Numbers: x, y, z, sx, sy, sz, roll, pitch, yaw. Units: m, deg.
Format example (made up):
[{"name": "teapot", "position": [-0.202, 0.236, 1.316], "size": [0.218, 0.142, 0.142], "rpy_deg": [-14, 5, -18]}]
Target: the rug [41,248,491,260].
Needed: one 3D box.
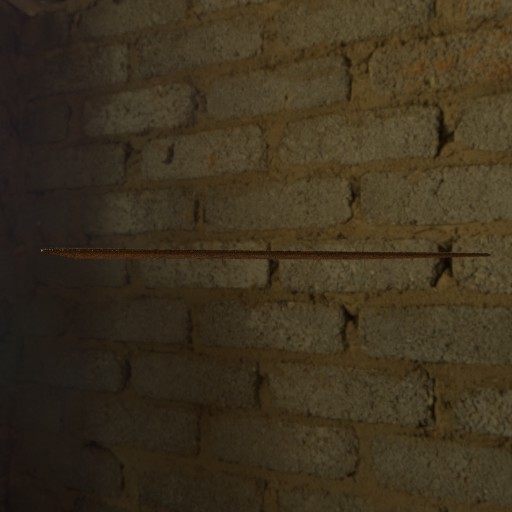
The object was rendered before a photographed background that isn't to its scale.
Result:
[{"name": "rug", "position": [0.000, 0.000, 1.065], "size": [0.863, 0.008, 0.557], "rpy_deg": [0, -1, -18]}]
